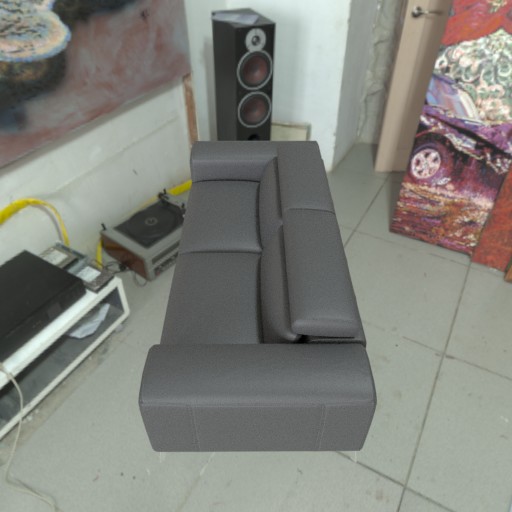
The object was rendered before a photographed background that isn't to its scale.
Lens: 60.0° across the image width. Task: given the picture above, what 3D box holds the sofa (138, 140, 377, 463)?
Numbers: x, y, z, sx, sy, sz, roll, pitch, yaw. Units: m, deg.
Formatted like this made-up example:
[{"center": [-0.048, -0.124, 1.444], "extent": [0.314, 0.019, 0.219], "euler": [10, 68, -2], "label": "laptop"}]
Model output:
[{"center": [0.000, 0.000, 2.813], "extent": [1.023, 0.759, 2.321], "euler": [0, 41, 0], "label": "sofa"}]
